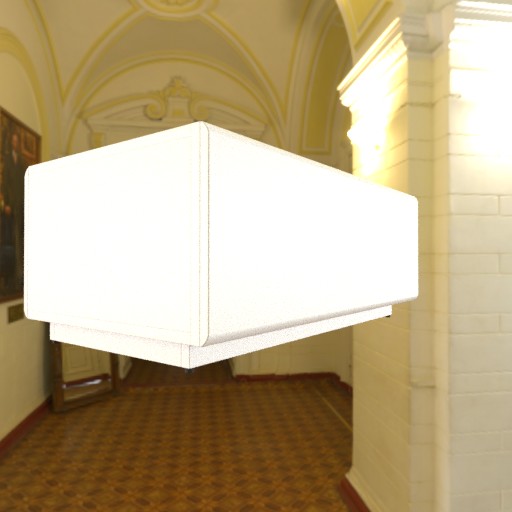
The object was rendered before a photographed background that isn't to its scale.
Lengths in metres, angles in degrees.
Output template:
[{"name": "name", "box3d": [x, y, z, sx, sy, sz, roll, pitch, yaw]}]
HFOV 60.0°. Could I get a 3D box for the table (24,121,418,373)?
[{"name": "table", "box3d": [0.000, 0.000, 1.360, 0.639, 0.442, 1.097, 0, -1, 37]}]
